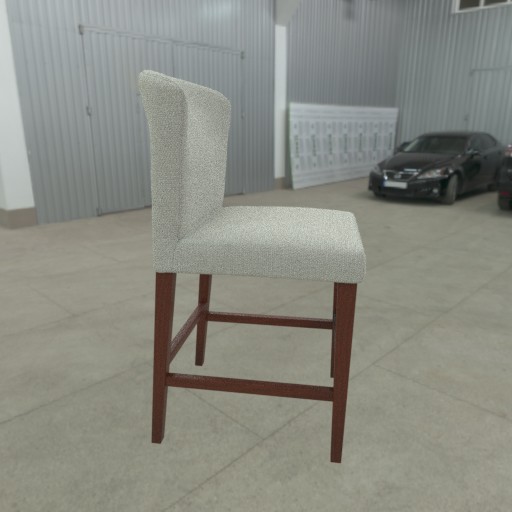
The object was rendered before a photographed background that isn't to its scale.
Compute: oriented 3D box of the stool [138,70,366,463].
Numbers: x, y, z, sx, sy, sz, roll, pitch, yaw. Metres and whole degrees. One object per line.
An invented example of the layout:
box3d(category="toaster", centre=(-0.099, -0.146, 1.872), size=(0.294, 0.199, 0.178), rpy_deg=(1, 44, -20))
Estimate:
box3d(category="stool", centre=(0.000, 0.000, 1.251), size=(0.568, 0.969, 0.481), rpy_deg=(3, 17, 9))
